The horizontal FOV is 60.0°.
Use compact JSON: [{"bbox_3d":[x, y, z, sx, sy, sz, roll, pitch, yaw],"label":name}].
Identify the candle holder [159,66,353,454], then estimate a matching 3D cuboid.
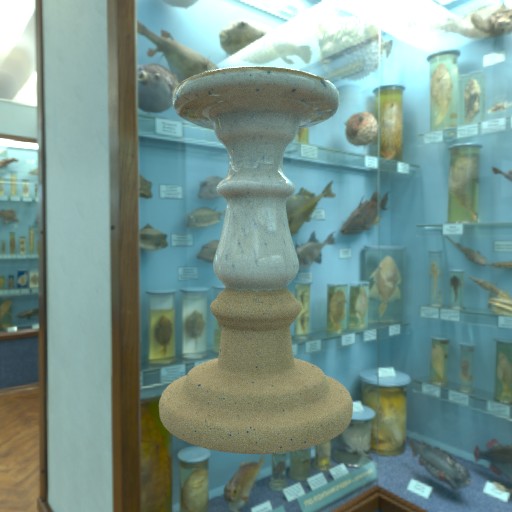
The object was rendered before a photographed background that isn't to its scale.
[{"bbox_3d":[0.000,0.000,0.284,0.123,0.202,0.123,0,2,0],"label":"candle holder"}]
